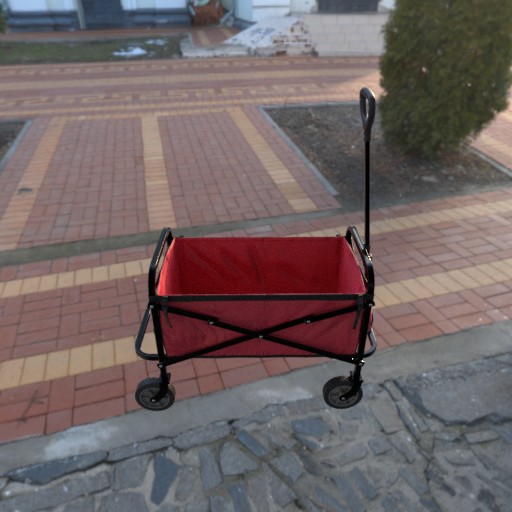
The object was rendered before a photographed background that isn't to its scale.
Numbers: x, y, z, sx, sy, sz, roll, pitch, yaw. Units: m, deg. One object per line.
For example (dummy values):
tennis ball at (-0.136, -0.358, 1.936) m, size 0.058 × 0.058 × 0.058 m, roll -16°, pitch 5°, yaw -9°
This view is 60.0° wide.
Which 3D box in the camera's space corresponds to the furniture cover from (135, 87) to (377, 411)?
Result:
furniture cover at (0.000, 0.000, 1.803) m, size 1.038 × 1.295 × 0.532 m, roll 0°, pitch 31°, yaw -1°
